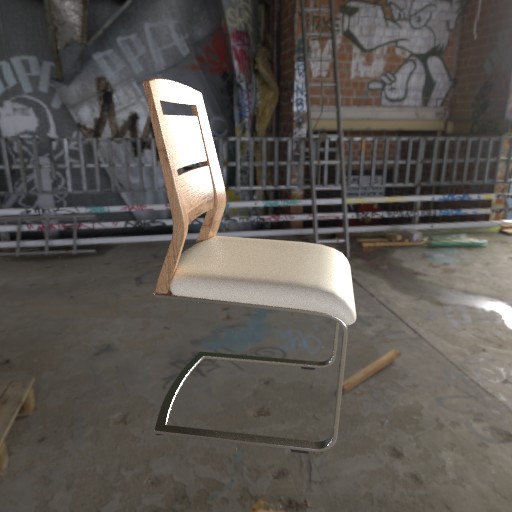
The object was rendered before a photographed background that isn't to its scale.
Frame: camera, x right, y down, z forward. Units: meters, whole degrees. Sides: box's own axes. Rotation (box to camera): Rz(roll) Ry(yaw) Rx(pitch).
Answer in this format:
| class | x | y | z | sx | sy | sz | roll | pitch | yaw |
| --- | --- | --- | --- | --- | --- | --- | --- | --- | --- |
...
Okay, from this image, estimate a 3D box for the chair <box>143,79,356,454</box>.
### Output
| class | x | y | z | sx | sy | sz | roll | pitch | yaw |
| --- | --- | --- | --- | --- | --- | --- | --- | --- | --- |
| chair | 0.000 | 0.000 | 1.284 | 0.561 | 0.955 | 0.457 | 3 | 17 | 9 |
